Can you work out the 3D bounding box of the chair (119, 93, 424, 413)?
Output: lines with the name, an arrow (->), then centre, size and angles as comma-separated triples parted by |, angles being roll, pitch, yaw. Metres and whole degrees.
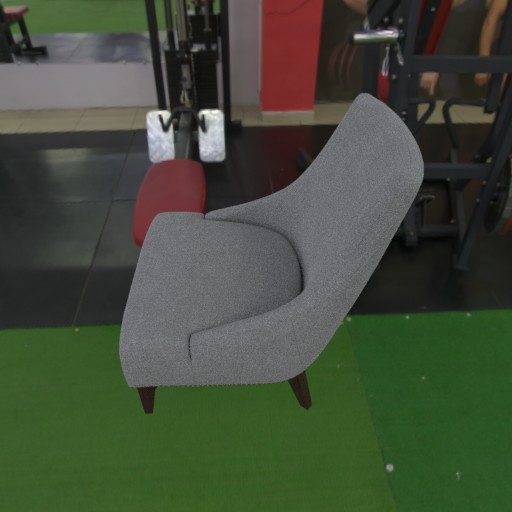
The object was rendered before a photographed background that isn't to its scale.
chair -> 0.000, 0.000, 1.497 | 0.861, 0.909, 0.701 | -1, 41, -1
